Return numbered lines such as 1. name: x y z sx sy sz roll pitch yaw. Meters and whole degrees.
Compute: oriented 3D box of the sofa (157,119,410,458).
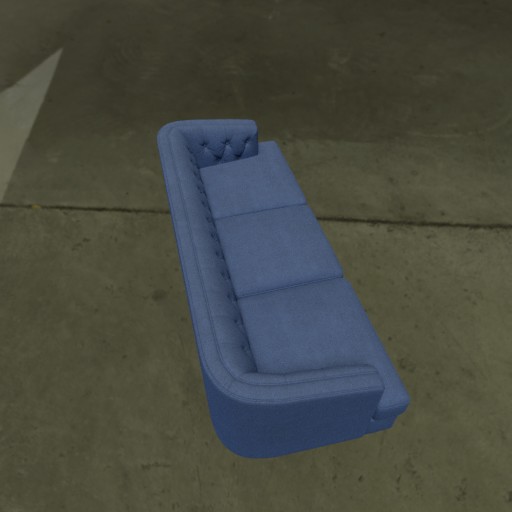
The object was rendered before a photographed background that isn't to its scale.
1. sofa: 0.000 0.000 2.727 0.914 0.787 2.235 -11 48 -10
